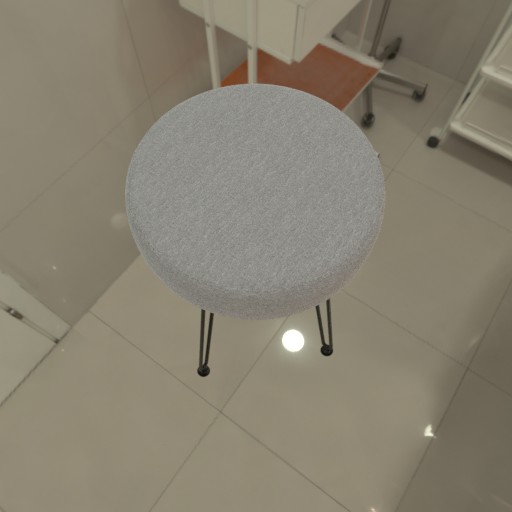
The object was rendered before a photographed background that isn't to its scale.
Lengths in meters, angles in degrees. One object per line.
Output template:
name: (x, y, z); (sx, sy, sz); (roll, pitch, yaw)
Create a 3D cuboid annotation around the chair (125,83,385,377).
chair: (0.000, 0.000, 0.686); (0.350, 0.440, 0.350); (33, 68, 15)
